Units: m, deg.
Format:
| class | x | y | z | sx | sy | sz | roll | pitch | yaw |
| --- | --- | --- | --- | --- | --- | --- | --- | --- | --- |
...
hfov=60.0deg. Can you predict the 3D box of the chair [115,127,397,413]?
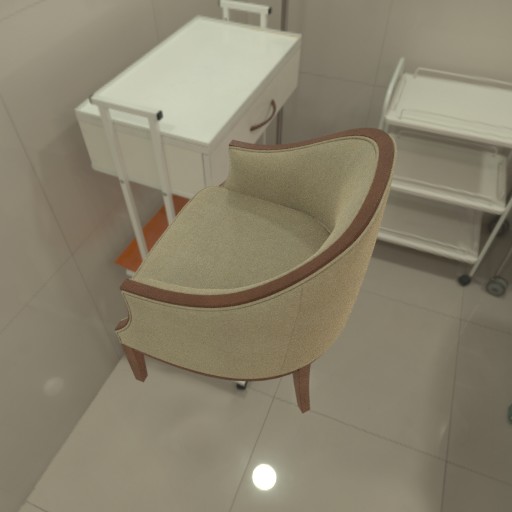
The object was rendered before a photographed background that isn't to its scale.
| class | x | y | z | sx | sy | sz | roll | pitch | yaw |
| --- | --- | --- | --- | --- | --- | --- | --- | --- | --- |
| chair | 0.000 | 0.000 | 1.511 | 0.735 | 0.876 | 0.803 | 16 | 50 | 14 |
